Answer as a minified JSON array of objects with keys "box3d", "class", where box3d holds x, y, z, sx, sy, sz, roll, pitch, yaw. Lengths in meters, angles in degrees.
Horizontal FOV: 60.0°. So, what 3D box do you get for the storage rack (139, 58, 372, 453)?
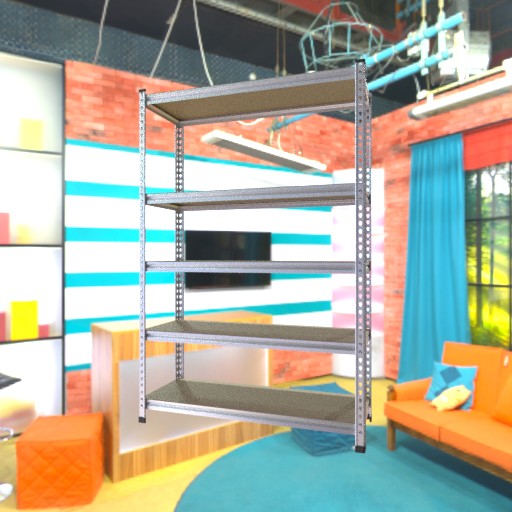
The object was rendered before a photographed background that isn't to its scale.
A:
[{"box3d":[0.000,0.000,2.460,1.219,1.829,0.457,0,0,19],"class":"storage rack"}]
